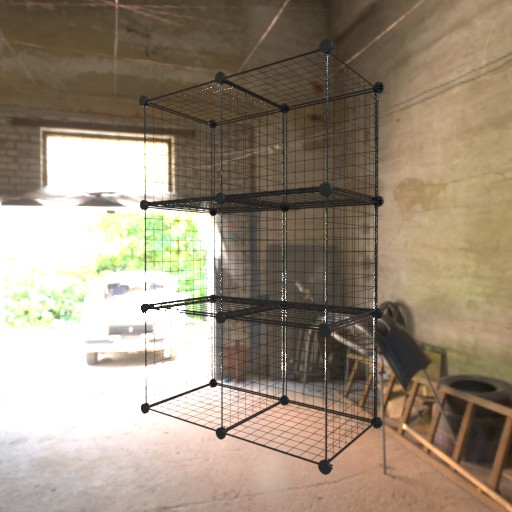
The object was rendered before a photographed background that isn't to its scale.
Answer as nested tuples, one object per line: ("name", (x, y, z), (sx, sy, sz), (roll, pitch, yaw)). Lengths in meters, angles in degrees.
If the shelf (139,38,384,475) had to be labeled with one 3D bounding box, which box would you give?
("shelf", (0.000, 0.000, 1.428), (0.711, 1.067, 0.356), (1, 1, 36))
